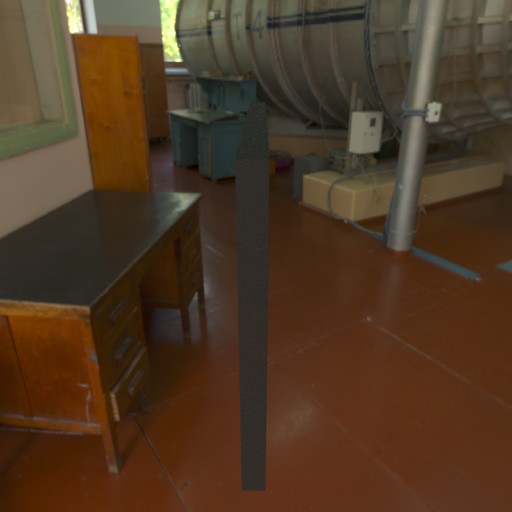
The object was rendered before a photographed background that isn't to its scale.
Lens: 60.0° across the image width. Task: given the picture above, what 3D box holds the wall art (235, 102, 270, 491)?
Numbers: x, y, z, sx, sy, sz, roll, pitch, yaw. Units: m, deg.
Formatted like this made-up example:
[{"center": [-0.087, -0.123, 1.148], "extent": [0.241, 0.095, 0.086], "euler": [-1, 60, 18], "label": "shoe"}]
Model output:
[{"center": [0.000, 0.000, 0.556], "extent": [0.024, 0.329, 0.404], "euler": [0, 24, 1], "label": "wall art"}]
